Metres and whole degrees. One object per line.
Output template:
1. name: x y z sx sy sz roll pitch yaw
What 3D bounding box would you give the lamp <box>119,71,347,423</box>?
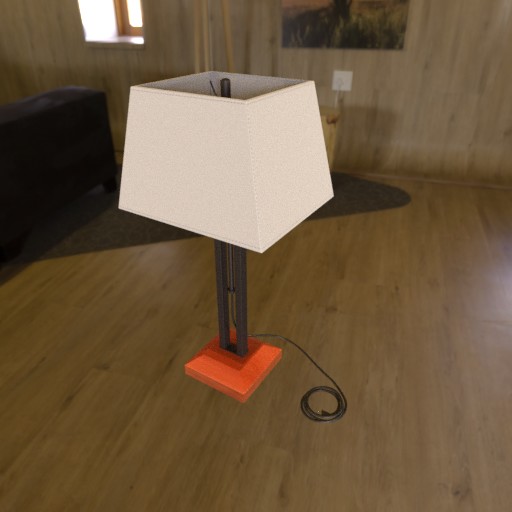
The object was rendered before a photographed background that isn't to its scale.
1. lamp: 0.000 0.000 0.994 0.498 0.737 0.310 18 35 28
